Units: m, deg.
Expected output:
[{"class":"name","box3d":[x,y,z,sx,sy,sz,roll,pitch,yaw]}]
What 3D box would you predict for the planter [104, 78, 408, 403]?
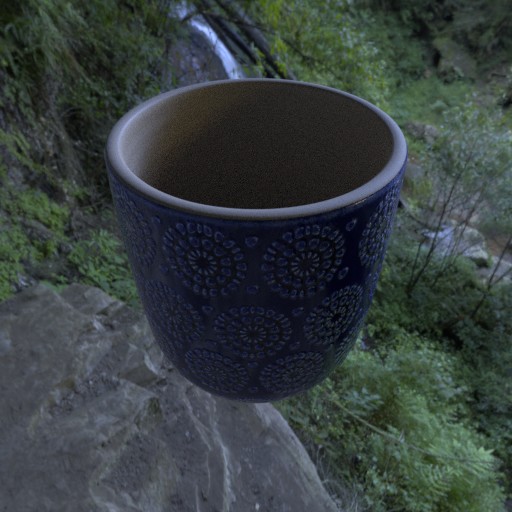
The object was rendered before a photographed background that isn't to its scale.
[{"class":"planter","box3d":[0.000,0.000,0.339,0.184,0.206,0.184,0,41,0]}]
